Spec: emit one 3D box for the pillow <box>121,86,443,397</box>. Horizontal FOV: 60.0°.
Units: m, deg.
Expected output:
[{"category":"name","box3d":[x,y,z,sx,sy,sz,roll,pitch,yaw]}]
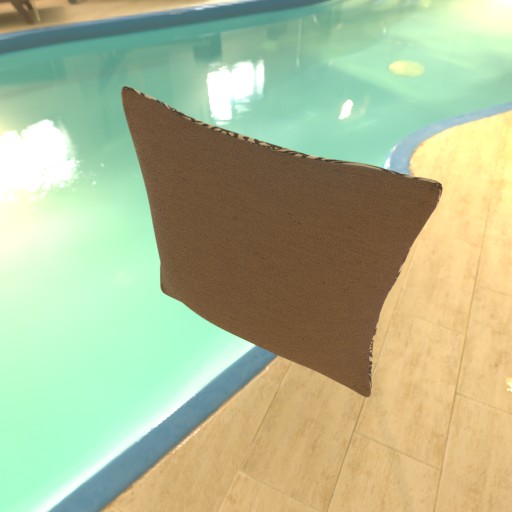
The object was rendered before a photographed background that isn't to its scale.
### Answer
[{"category":"pillow","box3d":[0.000,0.000,0.657,0.436,0.417,0.148,23,49,22]}]
